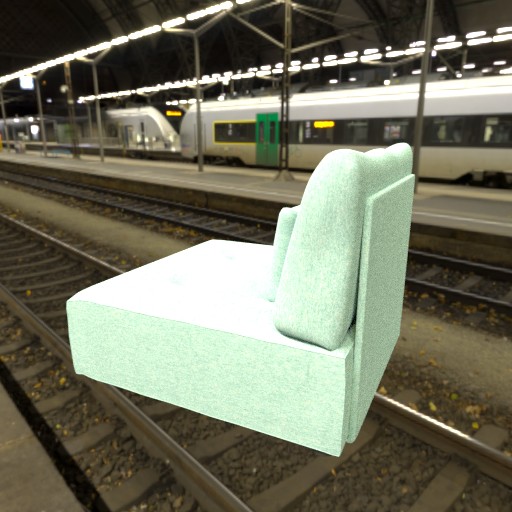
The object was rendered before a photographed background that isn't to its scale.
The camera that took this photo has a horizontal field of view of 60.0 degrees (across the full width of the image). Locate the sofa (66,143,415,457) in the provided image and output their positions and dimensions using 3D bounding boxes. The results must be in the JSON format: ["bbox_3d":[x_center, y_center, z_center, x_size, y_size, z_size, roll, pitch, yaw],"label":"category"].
[{"bbox_3d":[0.000,0.000,1.673,1.000,0.820,0.930,7,17,25],"label":"sofa"}]
